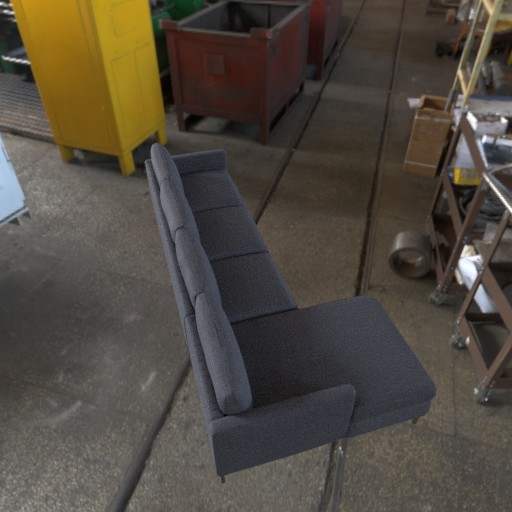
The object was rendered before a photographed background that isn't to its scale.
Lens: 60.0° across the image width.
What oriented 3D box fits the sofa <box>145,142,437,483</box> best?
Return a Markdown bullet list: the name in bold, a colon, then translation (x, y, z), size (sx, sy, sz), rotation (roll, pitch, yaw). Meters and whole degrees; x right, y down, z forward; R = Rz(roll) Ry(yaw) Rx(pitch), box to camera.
- **sofa**: translation (0.000, 0.000, 2.900), size (1.125, 0.673, 2.445), rotation (-12, 42, -13)
